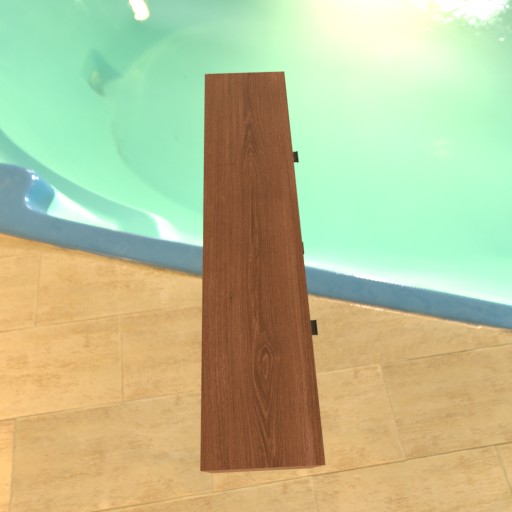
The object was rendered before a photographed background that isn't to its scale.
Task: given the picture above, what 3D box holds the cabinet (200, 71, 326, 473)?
[{"bbox_3d":[0.000,0.000,1.897,0.400,0.500,1.650,-2,63,-1],"label":"cabinet"}]
